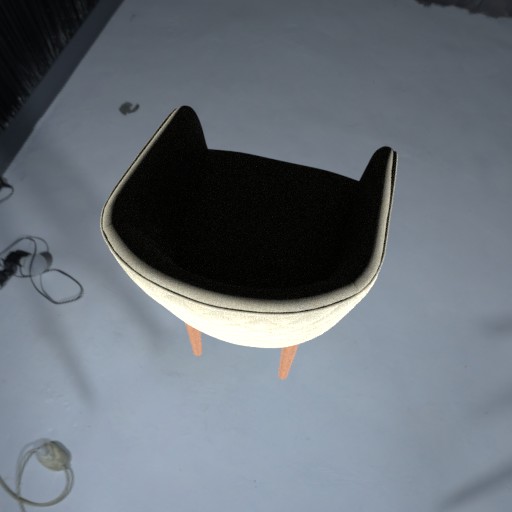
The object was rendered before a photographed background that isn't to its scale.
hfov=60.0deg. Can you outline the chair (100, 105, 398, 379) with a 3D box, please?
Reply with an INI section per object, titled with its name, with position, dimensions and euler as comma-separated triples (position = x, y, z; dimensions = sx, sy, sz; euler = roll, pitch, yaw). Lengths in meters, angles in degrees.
[chair]
position = 0.000, 0.000, 1.207
dimensions = 0.584, 0.775, 0.616
euler = 14, 63, 7
